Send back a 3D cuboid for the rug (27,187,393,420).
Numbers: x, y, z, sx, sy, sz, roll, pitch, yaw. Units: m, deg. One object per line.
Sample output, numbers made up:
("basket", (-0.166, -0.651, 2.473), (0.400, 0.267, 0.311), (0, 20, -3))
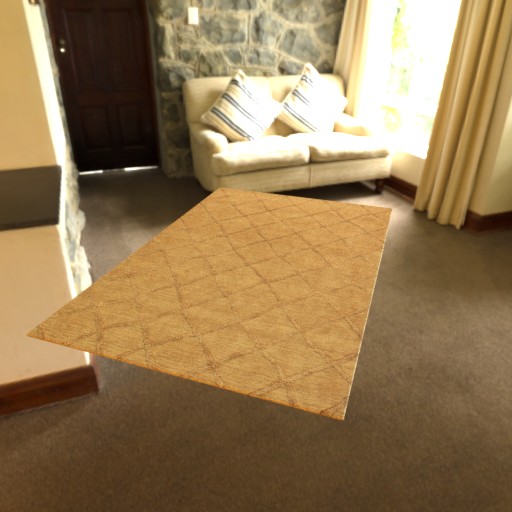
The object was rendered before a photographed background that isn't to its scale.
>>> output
("rug", (0.000, 0.000, 2.862), (1.528, 0.014, 2.292), (9, 29, 17))
